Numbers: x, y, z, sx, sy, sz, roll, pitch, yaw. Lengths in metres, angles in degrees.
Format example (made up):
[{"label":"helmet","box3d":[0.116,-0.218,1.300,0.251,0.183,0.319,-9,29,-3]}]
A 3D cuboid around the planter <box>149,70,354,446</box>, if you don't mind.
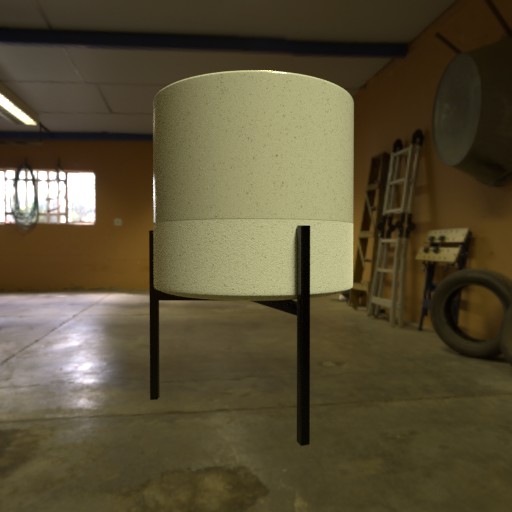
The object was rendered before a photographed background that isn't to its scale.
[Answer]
[{"label":"planter","box3d":[0.000,0.000,0.349,0.152,0.230,0.159,1,2,36]}]
